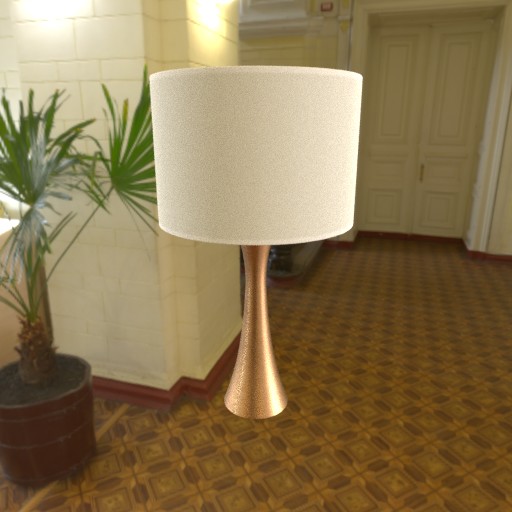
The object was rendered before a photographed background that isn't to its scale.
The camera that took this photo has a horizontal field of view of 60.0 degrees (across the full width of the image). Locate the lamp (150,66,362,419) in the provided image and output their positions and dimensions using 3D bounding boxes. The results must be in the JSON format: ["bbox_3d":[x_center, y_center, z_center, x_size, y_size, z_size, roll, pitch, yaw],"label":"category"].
[{"bbox_3d":[0.000,0.000,0.641,0.268,0.479,0.268,-9,19,-27],"label":"lamp"}]
